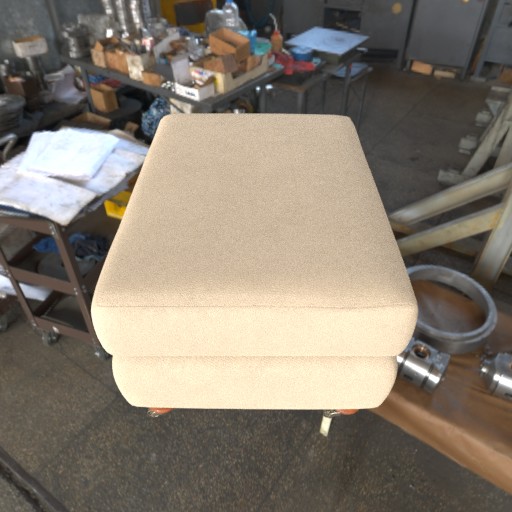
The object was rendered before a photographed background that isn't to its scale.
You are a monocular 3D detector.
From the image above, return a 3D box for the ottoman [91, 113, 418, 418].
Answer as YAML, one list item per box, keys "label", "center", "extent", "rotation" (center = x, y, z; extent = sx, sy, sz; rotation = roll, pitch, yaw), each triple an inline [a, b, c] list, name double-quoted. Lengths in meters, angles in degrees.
- label: "ottoman"
  center: [0.000, 0.000, 1.133]
  extent: [0.569, 0.504, 0.773]
  rotation: [0, 41, 0]
